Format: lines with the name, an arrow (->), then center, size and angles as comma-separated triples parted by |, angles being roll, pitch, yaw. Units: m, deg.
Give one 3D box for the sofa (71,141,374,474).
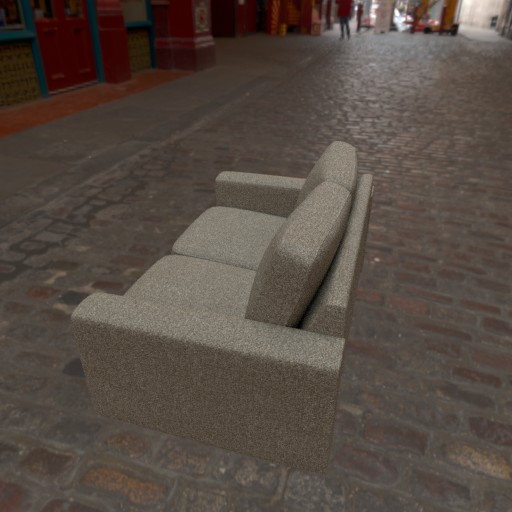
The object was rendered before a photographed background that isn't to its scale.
sofa -> 0.000, 0.000, 2.204 | 1.016, 0.873, 1.616 | 9, 31, 14
